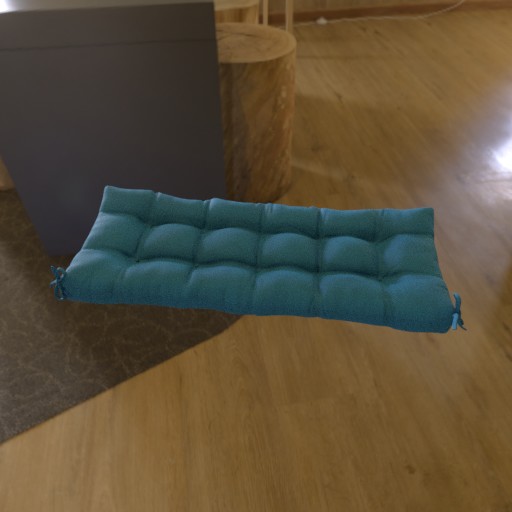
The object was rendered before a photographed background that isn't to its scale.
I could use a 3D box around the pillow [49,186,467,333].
[{"bbox_3d":[0.000,0.000,1.363,1.194,0.174,0.511,4,47,4],"label":"pillow"}]
